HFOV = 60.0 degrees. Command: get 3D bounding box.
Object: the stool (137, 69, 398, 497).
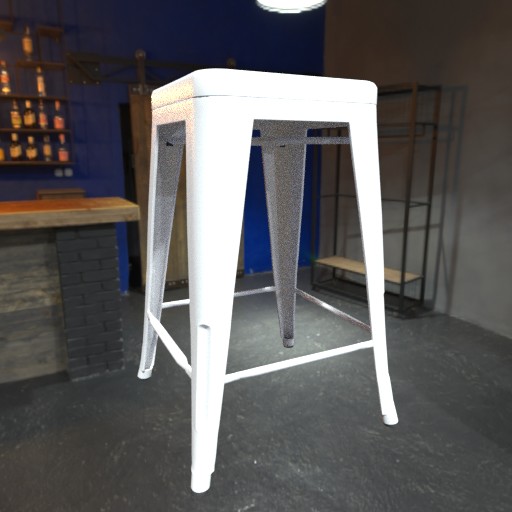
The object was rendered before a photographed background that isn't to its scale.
[{"bbox_3d":[0.000,0.000,0.847,0.406,0.610,0.406,-7,15,-26],"label":"stool"}]
